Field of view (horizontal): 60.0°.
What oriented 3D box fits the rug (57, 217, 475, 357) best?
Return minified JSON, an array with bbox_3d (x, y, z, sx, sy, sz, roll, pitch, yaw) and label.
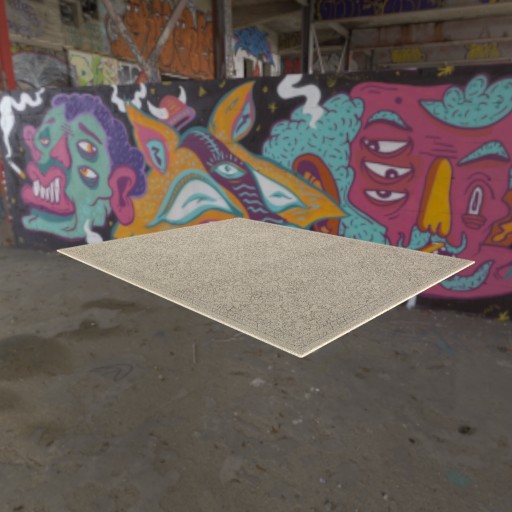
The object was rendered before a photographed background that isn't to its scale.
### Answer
[{"bbox_3d":[0.000,0.000,4.120,3.050,0.015,2.441,15,21,43],"label":"rug"}]
